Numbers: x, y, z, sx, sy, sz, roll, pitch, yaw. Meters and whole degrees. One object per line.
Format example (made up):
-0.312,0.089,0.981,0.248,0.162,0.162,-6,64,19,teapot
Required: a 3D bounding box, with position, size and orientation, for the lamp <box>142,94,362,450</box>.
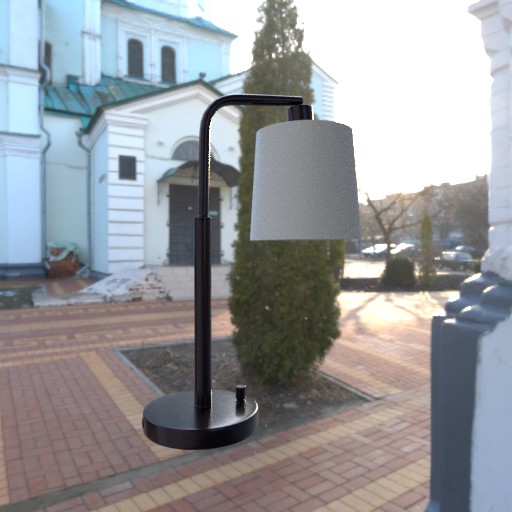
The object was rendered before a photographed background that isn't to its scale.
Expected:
0.000,0.000,0.663,0.333,0.489,0.171,0,1,-19,lamp
